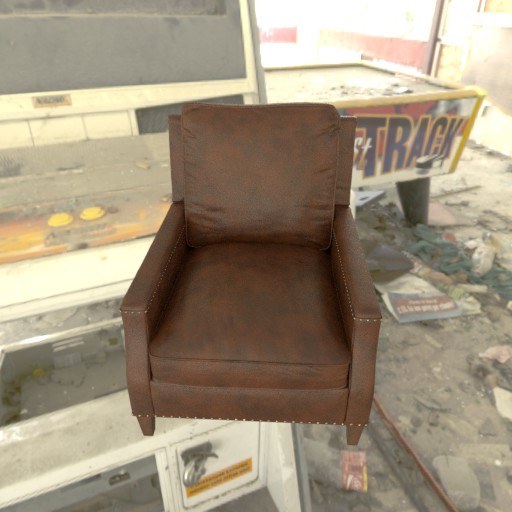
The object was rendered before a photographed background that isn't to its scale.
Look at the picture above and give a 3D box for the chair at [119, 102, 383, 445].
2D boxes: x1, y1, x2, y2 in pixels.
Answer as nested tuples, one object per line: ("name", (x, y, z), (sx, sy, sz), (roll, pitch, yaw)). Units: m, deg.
("chair", (0.000, 0.000, 1.795), (0.854, 1.054, 1.035), (2, 30, 3))
